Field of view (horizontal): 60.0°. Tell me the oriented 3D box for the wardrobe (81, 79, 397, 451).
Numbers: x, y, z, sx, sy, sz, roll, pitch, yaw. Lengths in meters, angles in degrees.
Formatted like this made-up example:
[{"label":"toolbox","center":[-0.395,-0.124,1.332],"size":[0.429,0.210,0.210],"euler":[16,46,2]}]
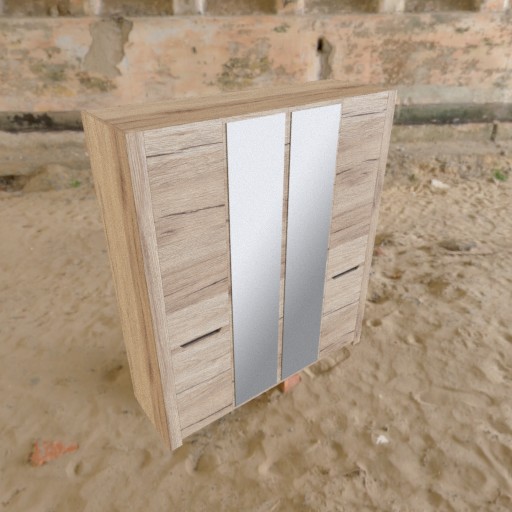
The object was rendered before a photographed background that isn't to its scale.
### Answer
[{"label":"wardrobe","center":[0.000,0.000,3.049],"size":[1.810,2.070,0.580],"euler":[-20,36,-31]}]
